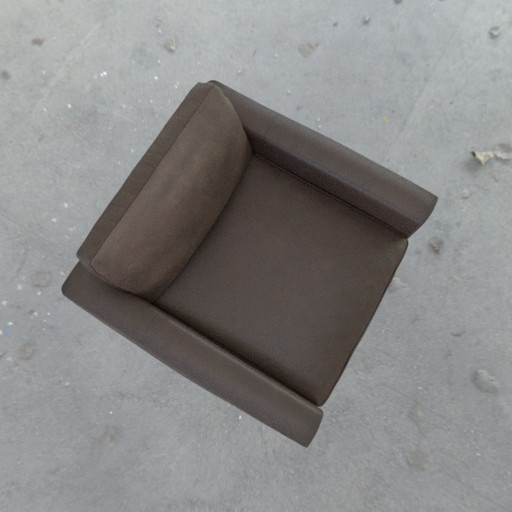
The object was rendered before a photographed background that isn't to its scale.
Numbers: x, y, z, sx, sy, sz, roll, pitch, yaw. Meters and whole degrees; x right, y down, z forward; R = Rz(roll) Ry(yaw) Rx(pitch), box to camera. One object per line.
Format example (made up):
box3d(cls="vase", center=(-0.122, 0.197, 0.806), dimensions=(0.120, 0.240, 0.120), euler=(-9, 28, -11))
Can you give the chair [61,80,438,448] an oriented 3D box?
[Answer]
box3d(cls="chair", center=(0.000, 0.000, 1.815), dimensions=(1.069, 0.812, 1.100), euler=(30, 78, 7))
